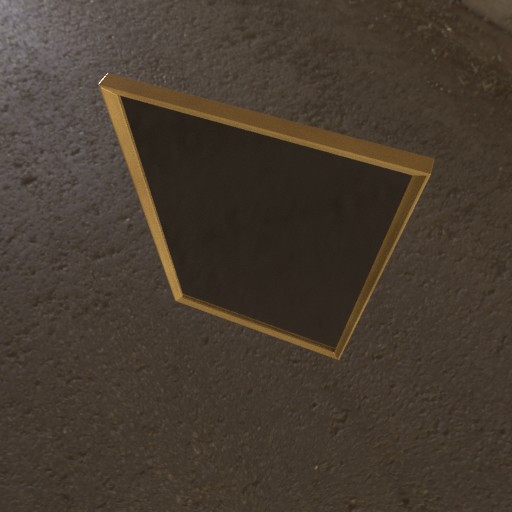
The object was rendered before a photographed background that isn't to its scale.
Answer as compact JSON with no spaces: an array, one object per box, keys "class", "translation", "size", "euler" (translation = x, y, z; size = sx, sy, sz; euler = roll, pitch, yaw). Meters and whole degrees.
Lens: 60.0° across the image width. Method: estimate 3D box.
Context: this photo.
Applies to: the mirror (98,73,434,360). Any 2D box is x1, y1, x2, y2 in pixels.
[{"class":"mirror","translation":[0.000,0.000,1.159],"size":[0.609,0.915,0.041],"euler":[18,60,11]}]
